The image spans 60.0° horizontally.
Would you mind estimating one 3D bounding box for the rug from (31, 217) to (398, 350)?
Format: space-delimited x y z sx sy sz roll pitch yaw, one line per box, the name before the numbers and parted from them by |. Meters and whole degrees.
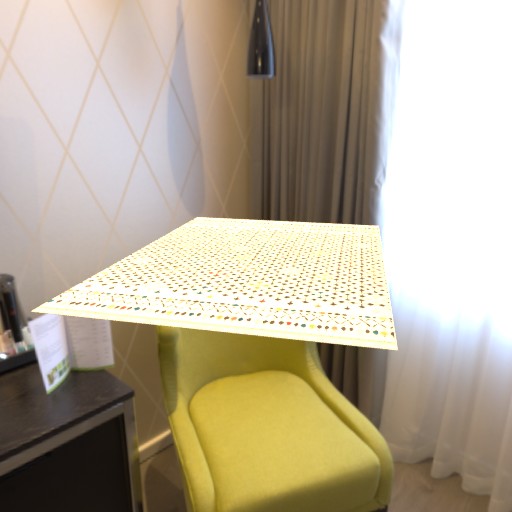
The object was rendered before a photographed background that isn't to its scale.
rug | 0.000 0.000 2.048 1.146 0.006 1.556 4 17 12
